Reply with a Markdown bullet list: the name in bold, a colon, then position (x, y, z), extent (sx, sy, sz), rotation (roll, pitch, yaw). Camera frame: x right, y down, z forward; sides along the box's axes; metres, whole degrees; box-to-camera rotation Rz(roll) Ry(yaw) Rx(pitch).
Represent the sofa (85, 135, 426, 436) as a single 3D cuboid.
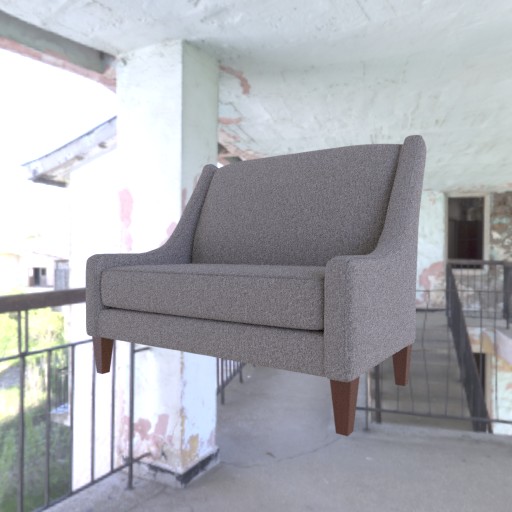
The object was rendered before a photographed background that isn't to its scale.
- **sofa**: position (0.000, 0.000, 1.919), extent (1.242, 1.026, 0.862), rotation (1, 1, 34)
